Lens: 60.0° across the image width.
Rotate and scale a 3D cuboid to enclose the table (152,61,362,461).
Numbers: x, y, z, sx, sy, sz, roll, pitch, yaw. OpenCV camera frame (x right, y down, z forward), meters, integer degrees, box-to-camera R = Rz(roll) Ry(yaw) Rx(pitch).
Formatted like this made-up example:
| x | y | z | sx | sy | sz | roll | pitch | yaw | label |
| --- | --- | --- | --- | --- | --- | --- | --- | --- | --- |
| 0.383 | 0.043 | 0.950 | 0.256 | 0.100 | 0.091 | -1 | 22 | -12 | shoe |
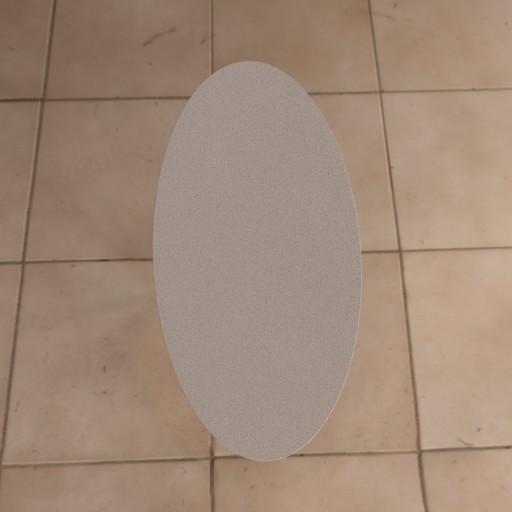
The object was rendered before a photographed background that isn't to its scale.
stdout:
| x | y | z | sx | sy | sz | roll | pitch | yaw | label |
| --- | --- | --- | --- | --- | --- | --- | --- | --- | --- |
| 0.000 | 0.000 | 1.347 | 0.542 | 0.390 | 1.083 | -3 | 75 | -1 | table |
